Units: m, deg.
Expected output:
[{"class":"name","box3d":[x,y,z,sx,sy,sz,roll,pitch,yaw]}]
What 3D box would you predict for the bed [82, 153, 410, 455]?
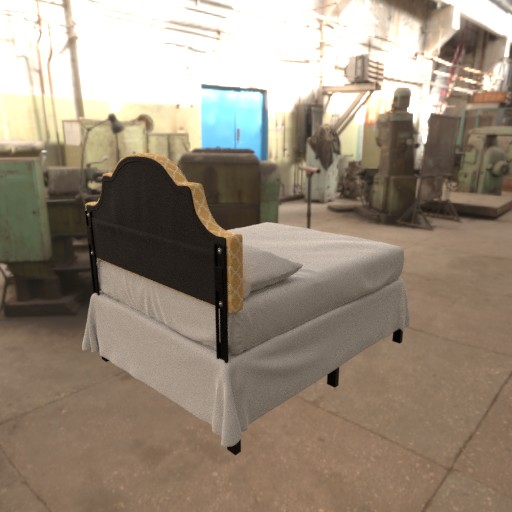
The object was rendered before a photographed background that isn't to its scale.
[{"class":"bed","box3d":[0.000,0.000,3.480,1.780,1.633,2.222,15,21,43]}]
